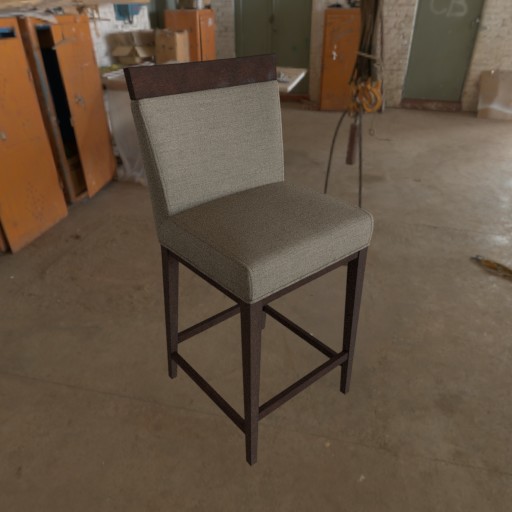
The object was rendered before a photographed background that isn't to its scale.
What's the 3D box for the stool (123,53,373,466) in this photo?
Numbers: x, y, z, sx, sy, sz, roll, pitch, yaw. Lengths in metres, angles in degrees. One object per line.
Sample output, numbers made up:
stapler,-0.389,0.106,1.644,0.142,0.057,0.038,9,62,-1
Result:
stool,0.000,0.000,1.412,0.511,1.117,0.531,-23,37,-34
